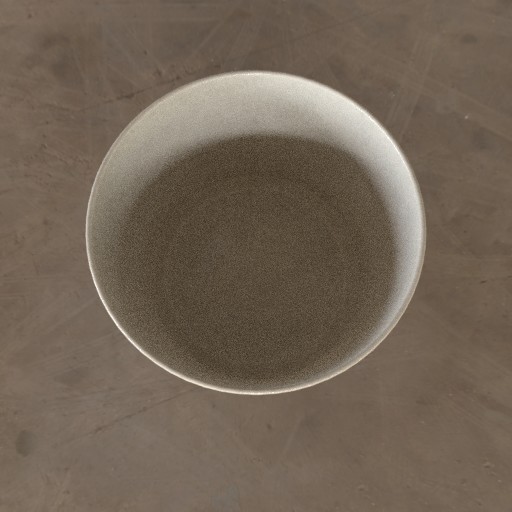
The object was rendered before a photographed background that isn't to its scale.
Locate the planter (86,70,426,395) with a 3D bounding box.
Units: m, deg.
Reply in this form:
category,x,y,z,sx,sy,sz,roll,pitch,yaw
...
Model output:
category,x,y,z,sx,sy,sz,roll,pitch,yaw
planter,0.000,0.000,0.441,0.250,0.239,0.250,0,76,0
